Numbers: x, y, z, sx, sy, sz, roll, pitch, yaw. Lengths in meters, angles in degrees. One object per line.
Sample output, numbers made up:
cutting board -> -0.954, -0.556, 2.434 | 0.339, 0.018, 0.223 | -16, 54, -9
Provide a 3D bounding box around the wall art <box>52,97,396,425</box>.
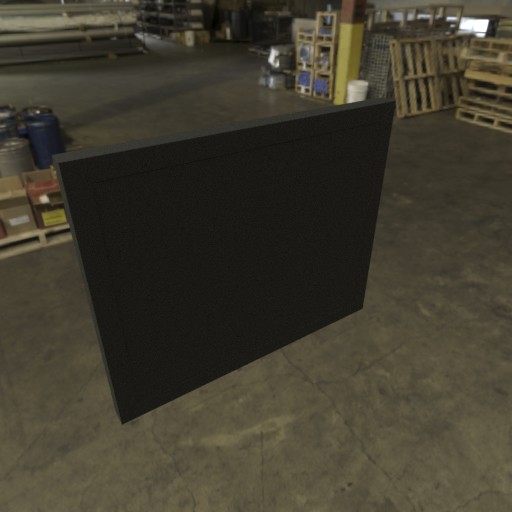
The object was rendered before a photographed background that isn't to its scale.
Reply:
wall art -> 0.000, 0.000, 0.552 | 0.404, 0.329, 0.024 | -19, 37, -28
